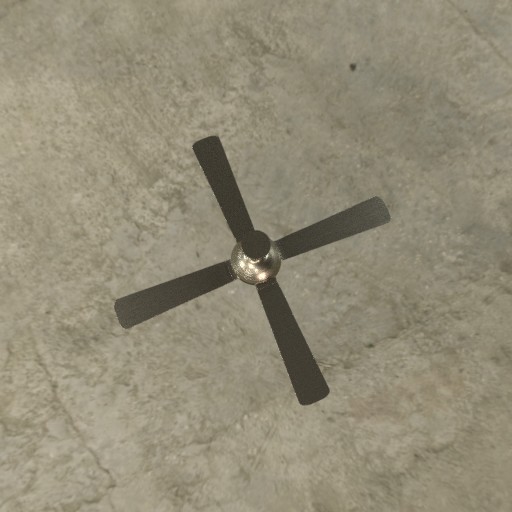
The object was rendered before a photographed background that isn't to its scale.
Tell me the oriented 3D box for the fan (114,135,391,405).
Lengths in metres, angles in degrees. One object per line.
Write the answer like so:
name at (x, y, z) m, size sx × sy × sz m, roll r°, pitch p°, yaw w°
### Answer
fan at (0.000, 0.000, 2.022) m, size 1.321 × 0.381 × 1.321 m, roll -2°, pitch 75°, yaw 0°
